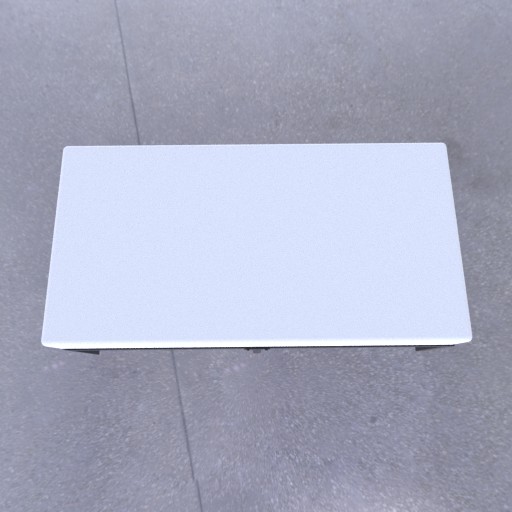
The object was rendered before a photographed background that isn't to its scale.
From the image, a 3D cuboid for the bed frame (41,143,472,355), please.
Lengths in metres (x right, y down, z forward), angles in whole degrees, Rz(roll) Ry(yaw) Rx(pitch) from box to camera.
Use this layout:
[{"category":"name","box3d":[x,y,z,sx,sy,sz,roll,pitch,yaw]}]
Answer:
[{"category":"bed frame","box3d":[0.000,0.000,2.429,1.950,0.659,1.023,-1,75,0]}]
